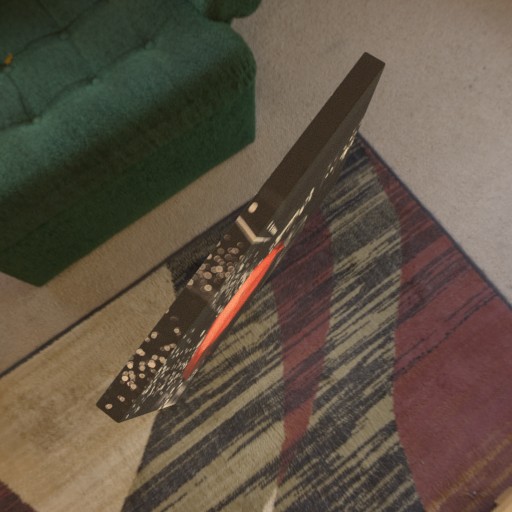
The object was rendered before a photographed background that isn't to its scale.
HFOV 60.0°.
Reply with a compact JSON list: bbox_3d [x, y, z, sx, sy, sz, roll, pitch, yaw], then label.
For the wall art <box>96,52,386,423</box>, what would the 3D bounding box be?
[{"bbox_3d":[0.000,0.000,0.782,0.037,0.406,0.609,34,77,9],"label":"wall art"}]
